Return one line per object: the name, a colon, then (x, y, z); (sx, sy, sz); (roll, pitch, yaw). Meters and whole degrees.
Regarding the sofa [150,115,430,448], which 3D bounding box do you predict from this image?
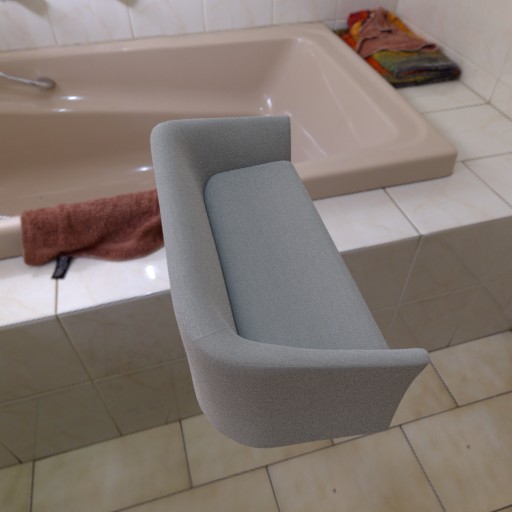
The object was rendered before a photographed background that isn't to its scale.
sofa: (0.000, 0.000, 1.855); (0.705, 0.721, 1.452); (-10, 47, -9)
